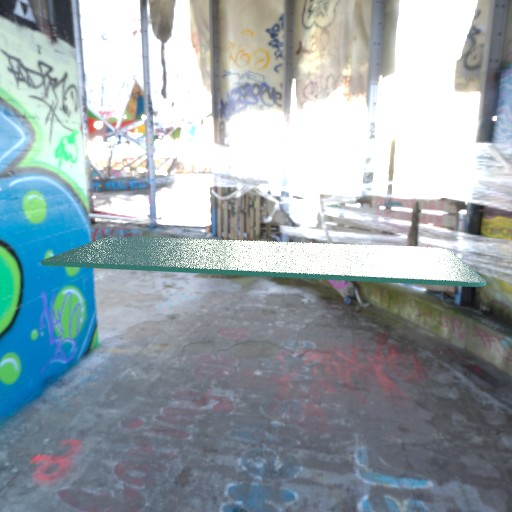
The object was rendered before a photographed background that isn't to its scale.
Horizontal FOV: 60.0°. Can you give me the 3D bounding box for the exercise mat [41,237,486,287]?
[{"bbox_3d":[0.000,0.000,2.090,1.869,0.021,0.616,2,13,10],"label":"exercise mat"}]
